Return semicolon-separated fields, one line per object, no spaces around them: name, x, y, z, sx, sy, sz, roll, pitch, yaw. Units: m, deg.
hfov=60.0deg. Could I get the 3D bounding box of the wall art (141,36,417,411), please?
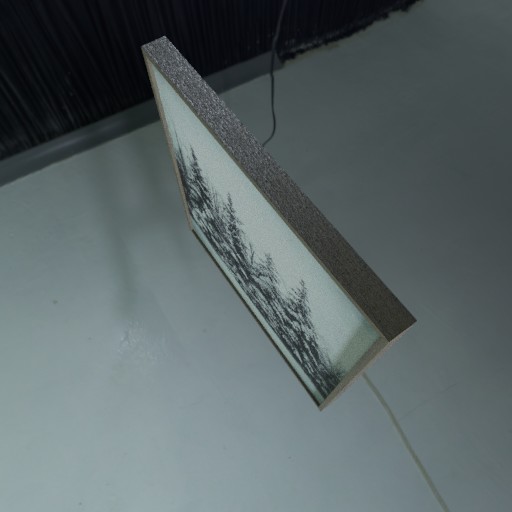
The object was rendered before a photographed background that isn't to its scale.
wall art;0.000;0.000;0.752;0.037;0.507;0.507;-32;68;-15
